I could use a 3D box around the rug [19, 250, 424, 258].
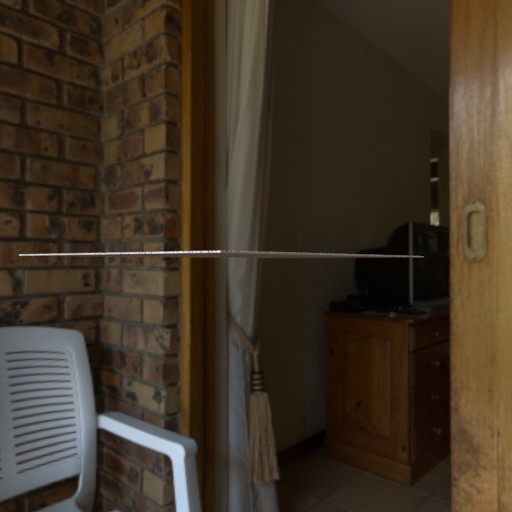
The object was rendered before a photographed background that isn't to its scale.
[{"bbox_3d":[0.000,0.000,3.009,1.519,0.007,2.428,0,-1,37],"label":"rug"}]
